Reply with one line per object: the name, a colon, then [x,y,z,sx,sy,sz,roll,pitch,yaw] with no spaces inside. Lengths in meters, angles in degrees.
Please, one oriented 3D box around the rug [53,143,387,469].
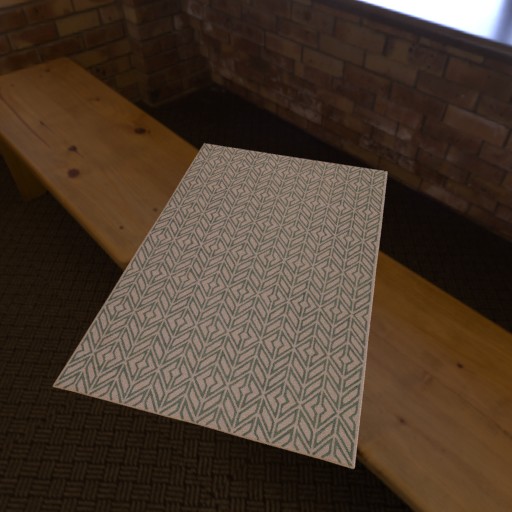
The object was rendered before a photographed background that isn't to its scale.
rug: [0.000,0.000,2.295,1.220,0.007,1.828,11,48,10]
